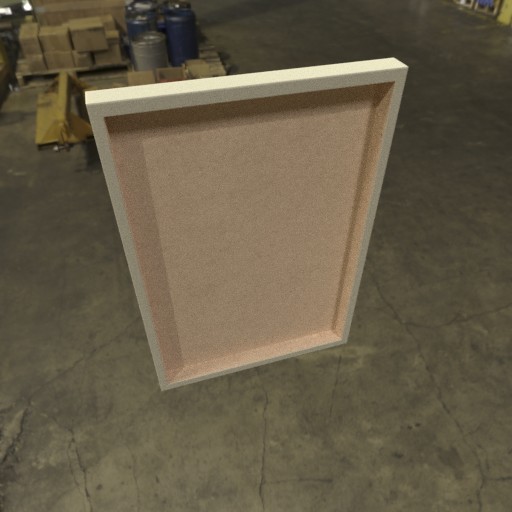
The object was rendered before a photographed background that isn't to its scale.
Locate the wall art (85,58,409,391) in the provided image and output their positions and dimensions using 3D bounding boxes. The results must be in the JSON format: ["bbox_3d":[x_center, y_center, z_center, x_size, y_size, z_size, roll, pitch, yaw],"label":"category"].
[{"bbox_3d":[0.000,0.000,0.768,0.418,0.608,0.038,-12,43,-13],"label":"wall art"}]
